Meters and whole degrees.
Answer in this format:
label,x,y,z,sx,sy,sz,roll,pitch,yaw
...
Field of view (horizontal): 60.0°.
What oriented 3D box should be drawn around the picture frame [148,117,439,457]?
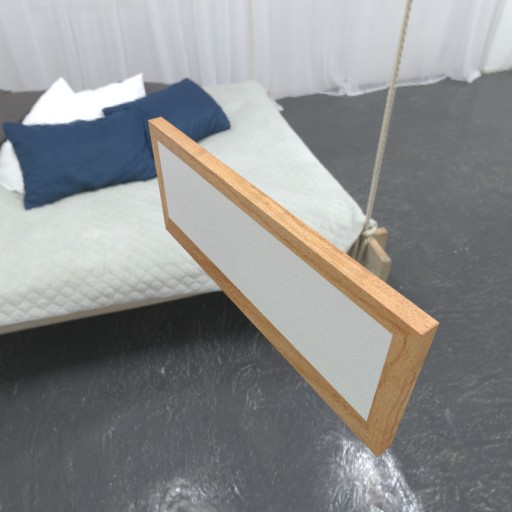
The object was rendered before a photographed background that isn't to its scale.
label,x,y,z,sx,sy,sz,roll,pitch,yaw
picture frame,0.000,0.000,0.668,0.045,0.234,0.582,-24,46,-26
